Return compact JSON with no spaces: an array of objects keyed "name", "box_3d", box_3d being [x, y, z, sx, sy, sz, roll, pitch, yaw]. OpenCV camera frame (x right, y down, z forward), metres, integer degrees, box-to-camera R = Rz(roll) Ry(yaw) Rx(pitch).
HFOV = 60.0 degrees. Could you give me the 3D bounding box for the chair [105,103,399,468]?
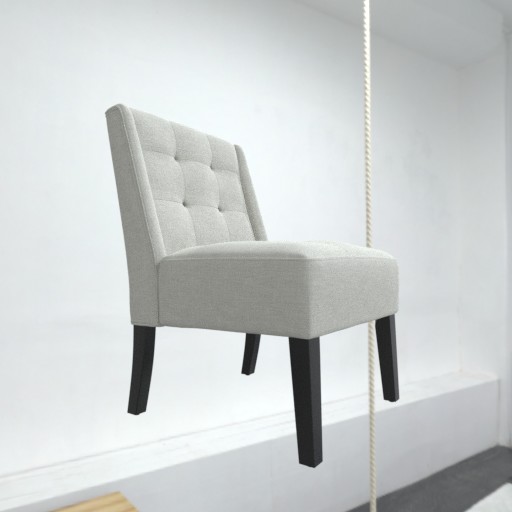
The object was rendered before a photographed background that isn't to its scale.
[{"name":"chair","box_3d":[0.000,0.000,1.278,0.676,0.853,0.569,-1,-1,35]}]
